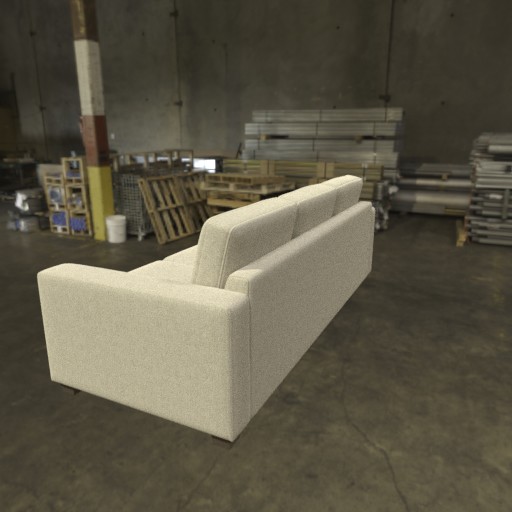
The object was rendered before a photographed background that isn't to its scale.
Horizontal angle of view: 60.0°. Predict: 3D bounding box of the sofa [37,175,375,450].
[{"bbox_3d":[0.000,0.000,2.525,0.900,0.800,2.160,8,17,25],"label":"sofa"}]
